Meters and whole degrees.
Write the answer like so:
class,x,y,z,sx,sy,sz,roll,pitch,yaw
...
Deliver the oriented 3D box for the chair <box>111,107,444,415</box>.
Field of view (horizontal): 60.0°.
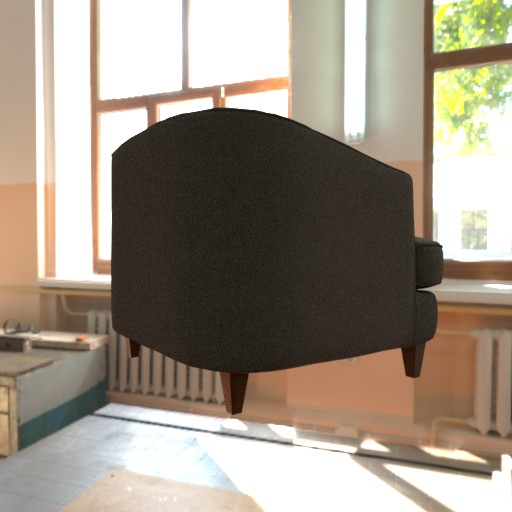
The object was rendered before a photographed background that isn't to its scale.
class,x,y,z,sx,sy,sz,roll,pitch,yaw
chair,0.000,0.000,1.746,0.941,0.852,1.104,-1,1,-36
